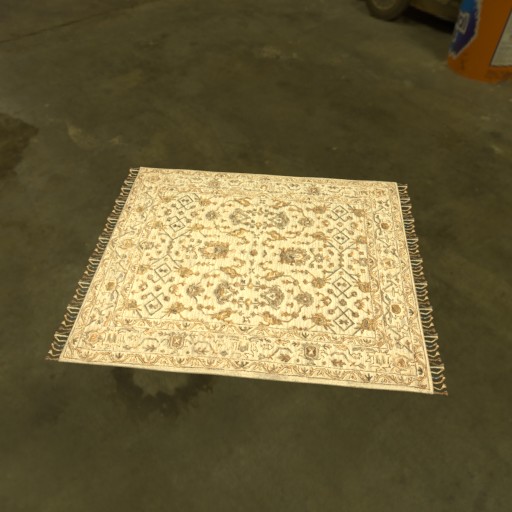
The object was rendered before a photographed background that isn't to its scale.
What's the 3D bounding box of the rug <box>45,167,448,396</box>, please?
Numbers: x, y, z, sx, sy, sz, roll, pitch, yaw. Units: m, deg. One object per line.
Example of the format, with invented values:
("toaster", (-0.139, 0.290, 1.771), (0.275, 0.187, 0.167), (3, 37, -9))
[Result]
("rug", (0.000, 0.000, 4.100), (3.061, 0.034, 2.426), (4, 49, 4))
